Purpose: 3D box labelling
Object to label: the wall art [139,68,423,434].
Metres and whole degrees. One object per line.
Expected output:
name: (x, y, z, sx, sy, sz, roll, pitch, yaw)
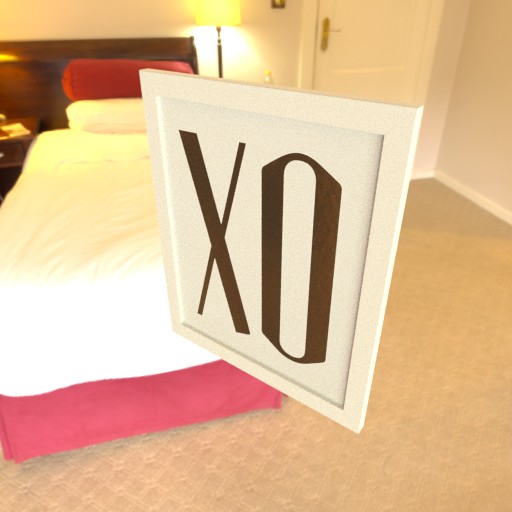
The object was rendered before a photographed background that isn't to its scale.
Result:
wall art: (0.000, 0.000, 0.731, 0.444, 0.536, 0.020, 21, 37, 31)
